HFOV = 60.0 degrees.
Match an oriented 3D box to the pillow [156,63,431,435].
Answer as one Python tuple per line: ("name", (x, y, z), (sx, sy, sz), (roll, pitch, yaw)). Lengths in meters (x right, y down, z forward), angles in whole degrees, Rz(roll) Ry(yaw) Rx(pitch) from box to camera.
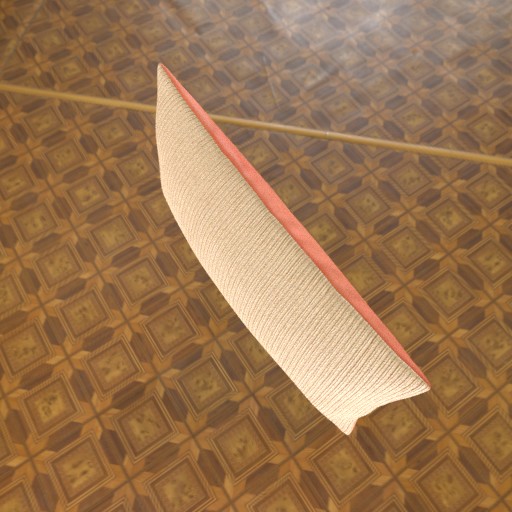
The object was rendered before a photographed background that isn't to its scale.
("pillow", (0.000, 0.000, 0.722), (0.155, 0.307, 0.608), (-32, 69, -14))
